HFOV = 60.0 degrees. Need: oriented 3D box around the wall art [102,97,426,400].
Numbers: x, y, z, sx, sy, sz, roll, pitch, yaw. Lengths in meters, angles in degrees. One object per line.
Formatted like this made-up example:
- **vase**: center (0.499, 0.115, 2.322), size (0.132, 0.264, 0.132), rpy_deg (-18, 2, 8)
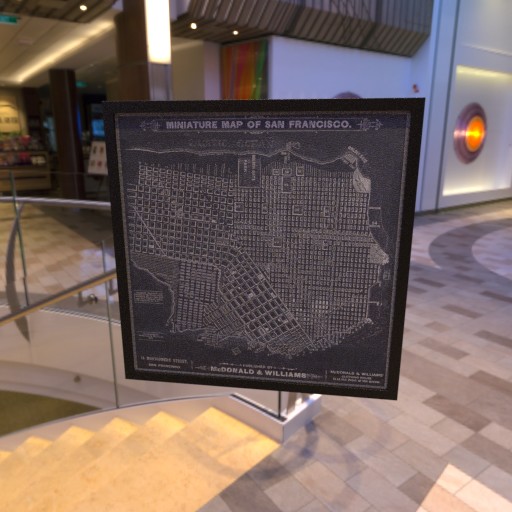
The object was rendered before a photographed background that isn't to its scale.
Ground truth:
- **wall art**: center (0.000, 0.000, 1.210), size (0.807, 0.807, 0.022), rpy_deg (2, 15, 8)
